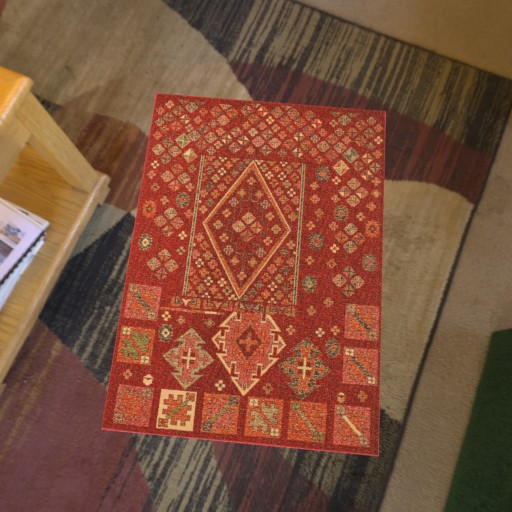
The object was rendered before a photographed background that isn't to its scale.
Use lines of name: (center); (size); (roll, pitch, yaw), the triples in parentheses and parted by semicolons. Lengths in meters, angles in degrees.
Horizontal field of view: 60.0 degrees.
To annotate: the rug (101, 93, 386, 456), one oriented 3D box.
rug: (0.000, 0.000, 4.192); (2.389, 0.011, 3.306); (5, 76, 1)
